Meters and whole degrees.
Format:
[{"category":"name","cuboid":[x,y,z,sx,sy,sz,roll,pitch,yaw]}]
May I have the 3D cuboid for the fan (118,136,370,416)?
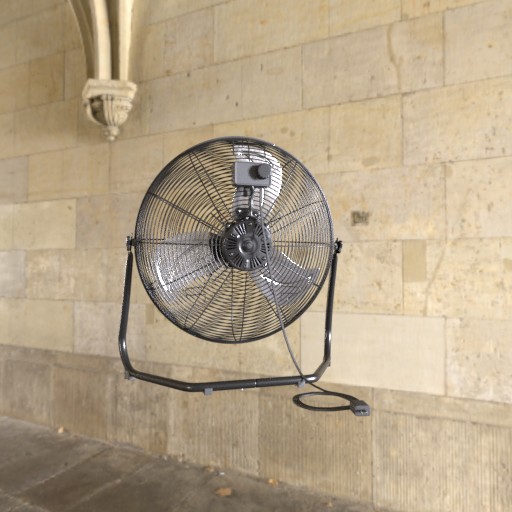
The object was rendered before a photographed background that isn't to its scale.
[{"category":"fan","cuboid":[0.000,0.000,1.002,0.595,0.605,0.470,1,-2,-17]}]
